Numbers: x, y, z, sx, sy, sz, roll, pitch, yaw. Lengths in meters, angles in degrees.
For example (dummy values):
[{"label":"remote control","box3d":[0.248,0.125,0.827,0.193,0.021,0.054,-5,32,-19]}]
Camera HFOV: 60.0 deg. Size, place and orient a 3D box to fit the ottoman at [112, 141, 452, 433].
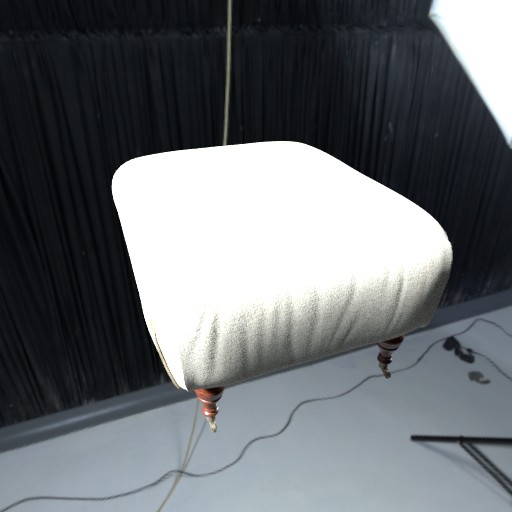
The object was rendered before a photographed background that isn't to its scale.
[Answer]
[{"label":"ottoman","box3d":[0.000,0.000,1.130,0.622,0.450,0.747,-11,32,-18]}]
